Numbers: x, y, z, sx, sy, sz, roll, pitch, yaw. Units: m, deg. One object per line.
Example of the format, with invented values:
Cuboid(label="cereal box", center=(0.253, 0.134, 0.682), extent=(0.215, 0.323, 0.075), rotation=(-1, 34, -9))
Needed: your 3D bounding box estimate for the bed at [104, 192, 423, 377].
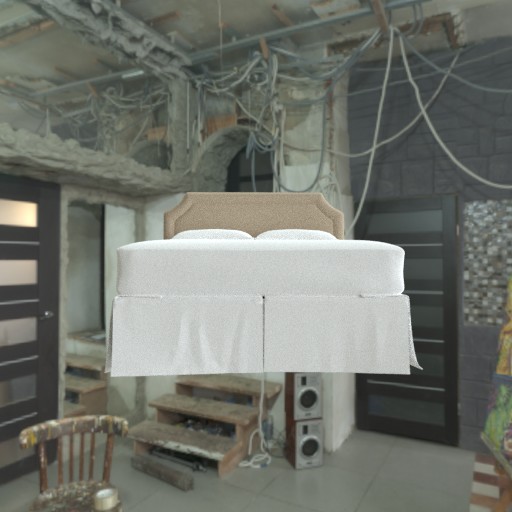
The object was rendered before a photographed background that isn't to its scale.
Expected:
Cuboid(label="bed", center=(0.000, 0.000, 3.431), extent=(1.828, 1.301, 2.204), rotation=(0, -1, -1))
